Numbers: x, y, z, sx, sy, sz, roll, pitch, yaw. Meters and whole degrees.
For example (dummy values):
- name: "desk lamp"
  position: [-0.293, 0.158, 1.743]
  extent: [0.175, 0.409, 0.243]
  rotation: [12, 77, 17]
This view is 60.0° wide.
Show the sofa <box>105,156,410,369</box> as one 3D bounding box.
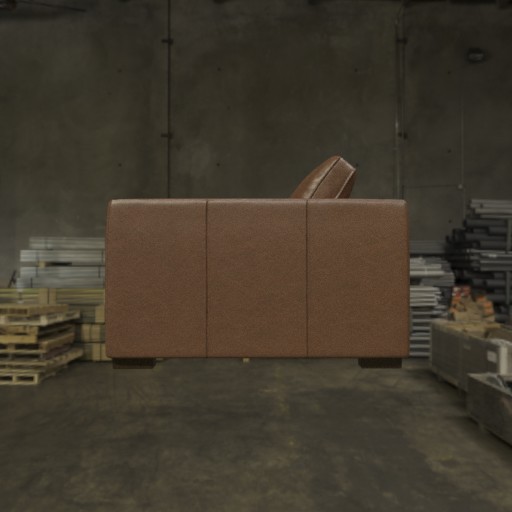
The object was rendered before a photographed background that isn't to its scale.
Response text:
- name: "sofa"
  position: [0.000, 0.000, 2.453]
  extent: [1.070, 0.800, 1.920]
  rotation: [0, 0, 0]
